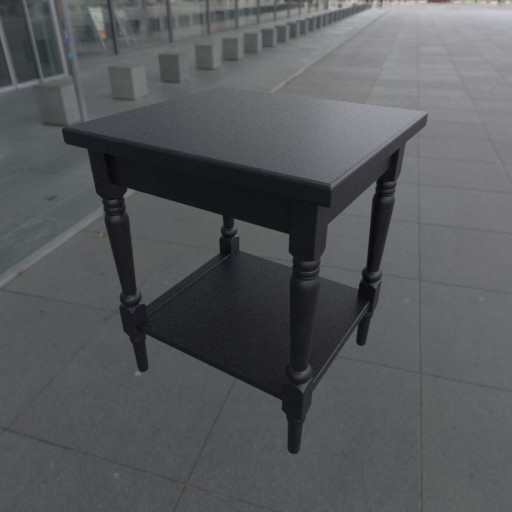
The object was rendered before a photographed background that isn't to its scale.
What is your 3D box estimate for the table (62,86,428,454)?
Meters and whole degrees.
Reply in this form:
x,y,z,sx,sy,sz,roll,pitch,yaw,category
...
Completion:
x,y,z,sx,sy,sz,roll,pitch,yaw,category
0.000,0.000,0.928,0.488,0.565,0.442,18,35,27,table
